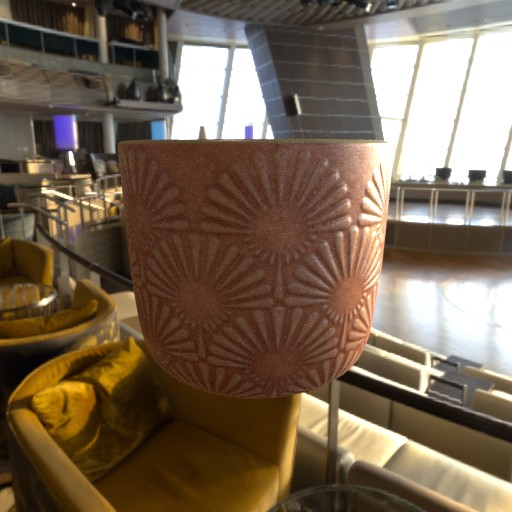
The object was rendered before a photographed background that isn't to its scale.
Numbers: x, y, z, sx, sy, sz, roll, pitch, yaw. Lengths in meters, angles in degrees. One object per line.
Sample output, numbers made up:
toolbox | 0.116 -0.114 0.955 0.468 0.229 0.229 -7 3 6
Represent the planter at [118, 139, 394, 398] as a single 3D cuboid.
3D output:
planter | 0.000 0.000 0.219 0.124 0.109 0.124 0 13 0
